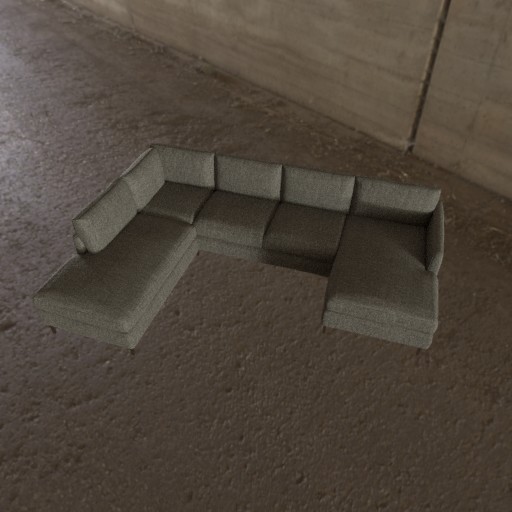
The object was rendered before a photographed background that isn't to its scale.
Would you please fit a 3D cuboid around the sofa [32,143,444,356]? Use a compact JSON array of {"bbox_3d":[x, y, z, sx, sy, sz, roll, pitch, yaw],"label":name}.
[{"bbox_3d":[0.000,0.000,3.451,2.737,0.756,1.879,12,43,13],"label":"sofa"}]
